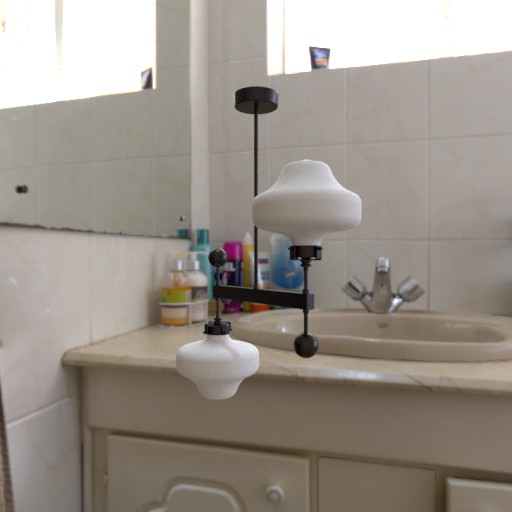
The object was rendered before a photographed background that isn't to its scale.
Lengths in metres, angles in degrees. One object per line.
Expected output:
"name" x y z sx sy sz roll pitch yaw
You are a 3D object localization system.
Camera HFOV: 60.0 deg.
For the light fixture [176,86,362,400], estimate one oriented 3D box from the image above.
"light fixture" 0.000 0.000 1.019 0.489 0.743 0.422 0 0 17
